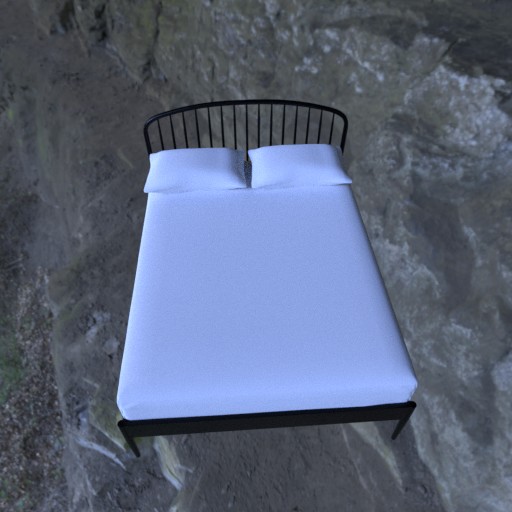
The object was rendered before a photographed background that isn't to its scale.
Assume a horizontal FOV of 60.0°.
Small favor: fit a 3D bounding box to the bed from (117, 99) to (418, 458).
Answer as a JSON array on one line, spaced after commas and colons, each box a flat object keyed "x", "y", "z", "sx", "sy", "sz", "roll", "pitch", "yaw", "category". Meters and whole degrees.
[{"x": 0.000, "y": 0.000, "z": 3.020, "sx": 1.618, "sy": 1.166, "sz": 2.159, "roll": -3, "pitch": 47, "yaw": -3, "category": "bed"}]
